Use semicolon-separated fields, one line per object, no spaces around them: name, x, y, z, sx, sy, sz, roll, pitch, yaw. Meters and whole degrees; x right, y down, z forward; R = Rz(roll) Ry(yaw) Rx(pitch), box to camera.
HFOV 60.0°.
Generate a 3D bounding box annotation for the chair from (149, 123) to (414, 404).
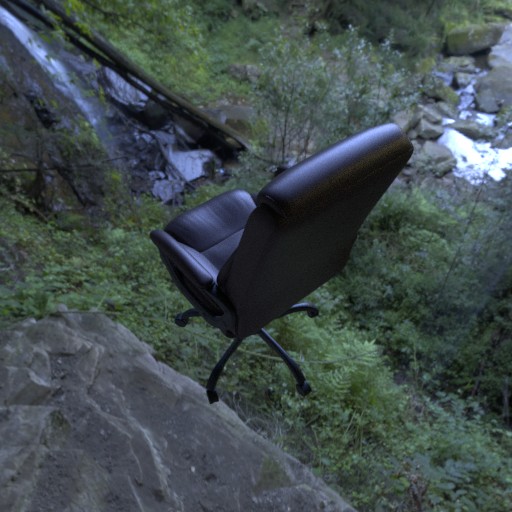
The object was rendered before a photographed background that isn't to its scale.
chair;0.000;0.000;1.468;0.615;1.072;0.655;-32;54;-26
